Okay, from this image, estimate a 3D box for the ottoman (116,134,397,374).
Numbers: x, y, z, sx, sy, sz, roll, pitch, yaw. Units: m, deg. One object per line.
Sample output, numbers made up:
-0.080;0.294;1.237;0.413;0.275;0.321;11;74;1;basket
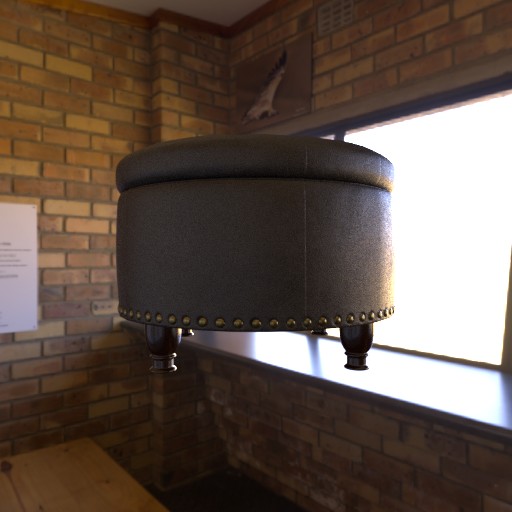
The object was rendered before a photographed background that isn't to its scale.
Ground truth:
0.000;0.000;1.055;0.637;0.442;0.637;0;0;0;ottoman
